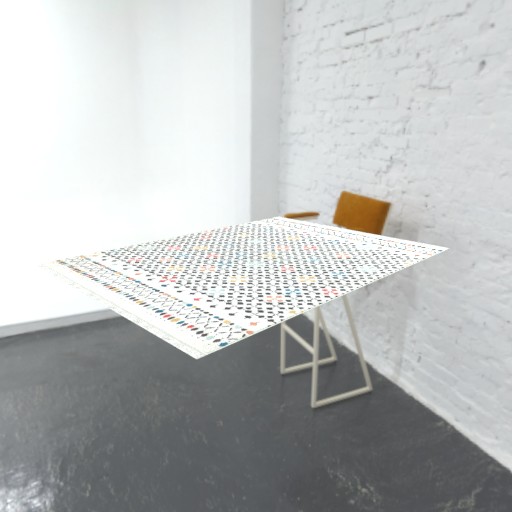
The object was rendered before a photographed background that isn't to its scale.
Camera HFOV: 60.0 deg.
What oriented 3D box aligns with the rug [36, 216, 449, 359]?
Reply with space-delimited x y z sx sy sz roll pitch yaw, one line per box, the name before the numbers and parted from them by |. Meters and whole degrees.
rug | 0.000 0.000 4.219 3.196 0.007 2.354 -15 22 -42
